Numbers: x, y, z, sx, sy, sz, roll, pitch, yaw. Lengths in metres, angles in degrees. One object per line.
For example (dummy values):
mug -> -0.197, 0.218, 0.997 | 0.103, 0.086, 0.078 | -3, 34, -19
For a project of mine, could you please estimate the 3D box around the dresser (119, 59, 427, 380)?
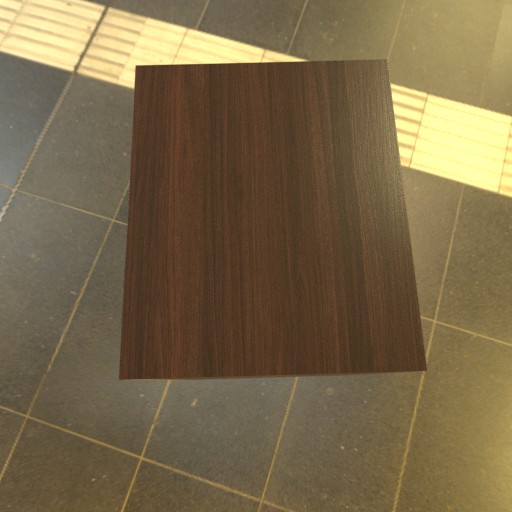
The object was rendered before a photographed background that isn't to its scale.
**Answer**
dresser -> 0.000, 0.000, 0.758 | 0.360, 0.470, 0.400 | -2, 74, 0
